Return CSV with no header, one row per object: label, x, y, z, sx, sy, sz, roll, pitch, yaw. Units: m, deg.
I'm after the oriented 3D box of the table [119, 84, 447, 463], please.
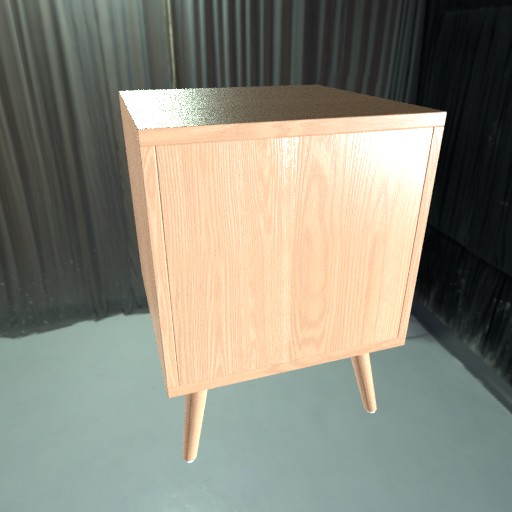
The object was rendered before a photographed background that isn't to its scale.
table,0.000,0.000,0.821,0.400,0.550,0.400,-8,27,-16
